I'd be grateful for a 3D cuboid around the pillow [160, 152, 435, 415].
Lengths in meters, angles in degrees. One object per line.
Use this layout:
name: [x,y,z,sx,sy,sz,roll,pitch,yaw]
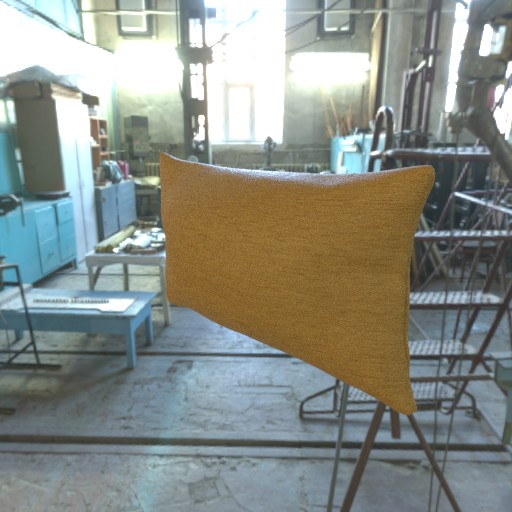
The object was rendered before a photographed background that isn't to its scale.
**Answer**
pillow: [0.000,0.000,0.800,0.210,0.354,0.634,-13,20,-42]
